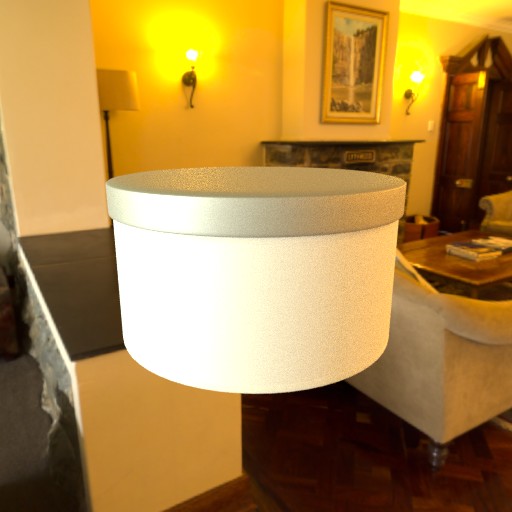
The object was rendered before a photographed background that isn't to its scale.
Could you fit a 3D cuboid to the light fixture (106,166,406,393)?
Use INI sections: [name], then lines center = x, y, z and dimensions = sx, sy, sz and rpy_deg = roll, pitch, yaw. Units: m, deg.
[light fixture]
center = 0.000, 0.000, 0.639
dimensions = 0.393, 0.229, 0.393
rpy_deg = 0, 15, 0
